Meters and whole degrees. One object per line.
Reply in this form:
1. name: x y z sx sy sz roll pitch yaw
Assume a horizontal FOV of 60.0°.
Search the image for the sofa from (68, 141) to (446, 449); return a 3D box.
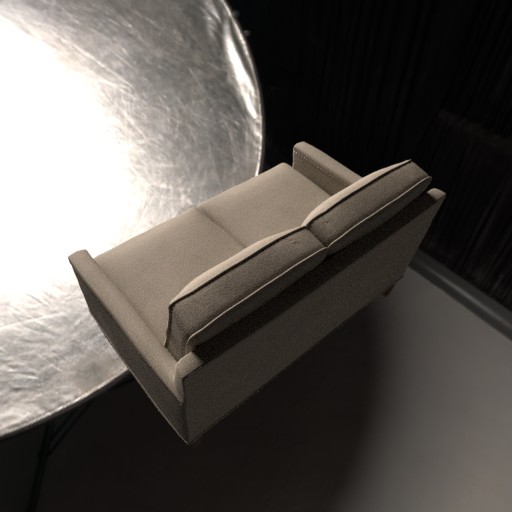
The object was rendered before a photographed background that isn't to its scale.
1. sofa: 0.000 0.000 2.318 1.597 1.003 1.084 -31 54 -26
